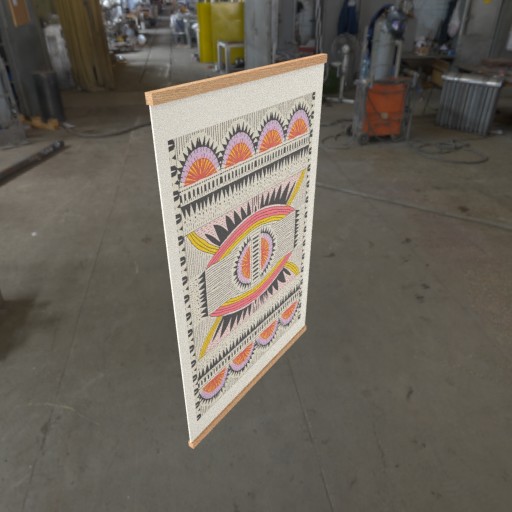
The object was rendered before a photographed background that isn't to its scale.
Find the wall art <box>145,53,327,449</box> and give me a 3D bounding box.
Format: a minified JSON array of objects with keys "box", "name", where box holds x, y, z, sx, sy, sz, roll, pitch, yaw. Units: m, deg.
[{"box":[0.000,0.000,1.950,0.028,1.533,0.999,21,37,30],"name":"wall art"}]
